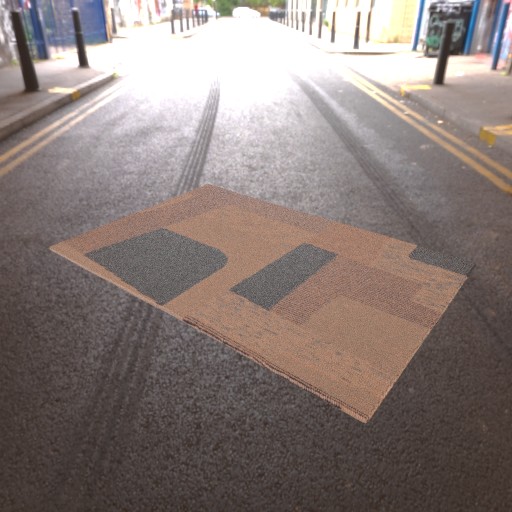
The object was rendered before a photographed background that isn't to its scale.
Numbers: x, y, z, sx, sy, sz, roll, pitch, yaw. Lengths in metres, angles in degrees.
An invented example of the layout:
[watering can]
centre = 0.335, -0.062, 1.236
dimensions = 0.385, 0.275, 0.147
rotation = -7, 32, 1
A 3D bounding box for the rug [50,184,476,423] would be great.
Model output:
[rug]
centre = 0.000, 0.000, 2.297
dimensions = 1.847, 0.020, 1.238
rotation = 21, 36, 33
